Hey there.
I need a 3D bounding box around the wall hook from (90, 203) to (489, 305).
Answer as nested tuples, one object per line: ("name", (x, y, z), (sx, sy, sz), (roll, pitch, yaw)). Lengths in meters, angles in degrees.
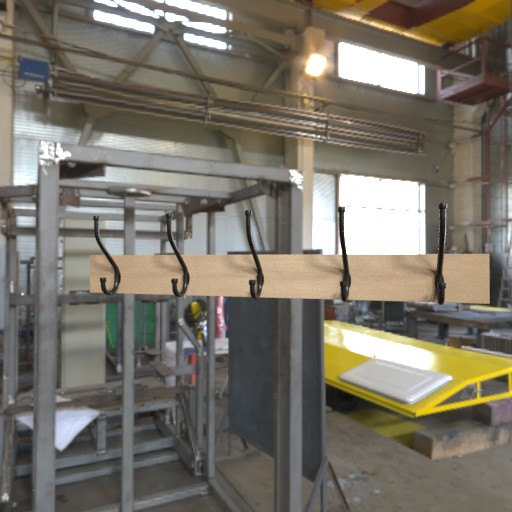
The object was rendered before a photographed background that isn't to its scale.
("wall hook", (0.000, 0.000, 0.598), (0.571, 0.117, 0.071), (0, 0, 18))
